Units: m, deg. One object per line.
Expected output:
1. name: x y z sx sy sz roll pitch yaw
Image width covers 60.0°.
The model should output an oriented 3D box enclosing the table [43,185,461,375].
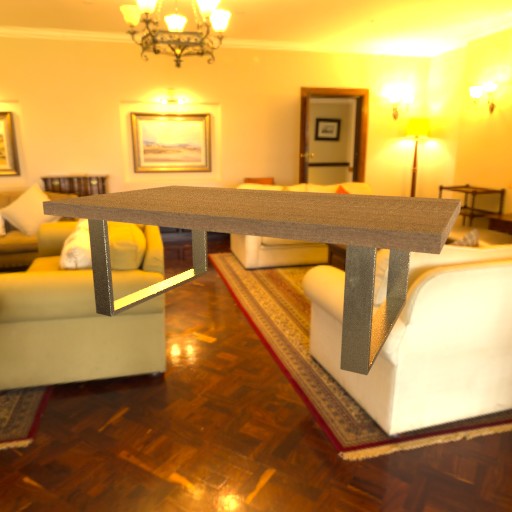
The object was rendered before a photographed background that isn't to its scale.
1. table: 0.000 0.000 1.756 1.400 0.440 0.800 7 16 26
